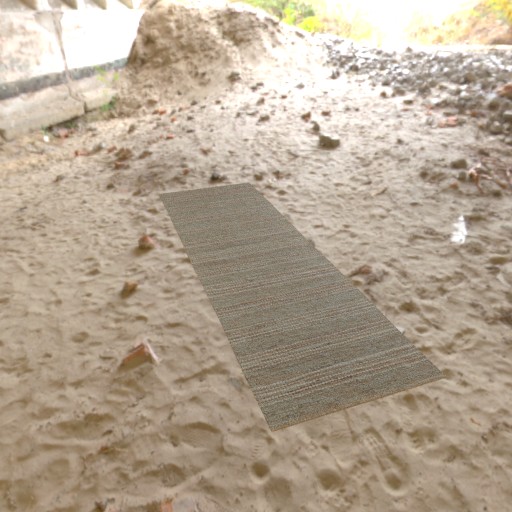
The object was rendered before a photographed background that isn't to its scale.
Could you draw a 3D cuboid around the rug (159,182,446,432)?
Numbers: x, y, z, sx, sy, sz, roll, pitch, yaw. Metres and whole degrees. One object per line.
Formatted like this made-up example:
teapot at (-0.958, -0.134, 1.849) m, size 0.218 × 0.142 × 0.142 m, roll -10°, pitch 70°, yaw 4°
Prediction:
rug at (0.000, 0.000, 2.700) m, size 0.783 × 0.006 × 2.438 m, roll -10°, pitch 31°, yaw -18°
